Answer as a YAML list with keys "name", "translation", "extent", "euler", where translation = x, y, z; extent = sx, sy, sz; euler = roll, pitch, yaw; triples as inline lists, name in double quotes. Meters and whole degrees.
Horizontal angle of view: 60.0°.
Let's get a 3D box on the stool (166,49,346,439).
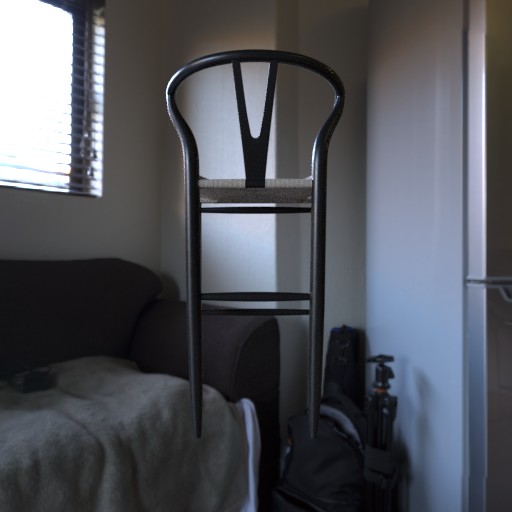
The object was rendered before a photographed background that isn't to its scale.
- name: "stool"
  translation: [0.000, 0.000, 1.426]
  extent: [0.569, 1.072, 0.579]
  euler: [0, 0, 1]
